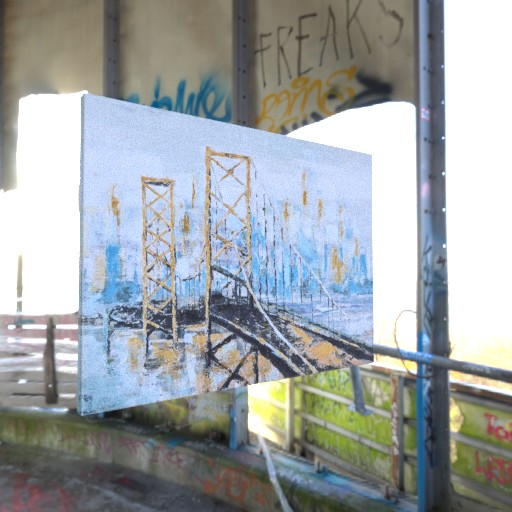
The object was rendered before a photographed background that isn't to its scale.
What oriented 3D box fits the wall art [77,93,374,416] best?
[{"bbox_3d":[0.000,0.000,1.342,1.016,0.762,0.038,1,-2,-35],"label":"wall art"}]
